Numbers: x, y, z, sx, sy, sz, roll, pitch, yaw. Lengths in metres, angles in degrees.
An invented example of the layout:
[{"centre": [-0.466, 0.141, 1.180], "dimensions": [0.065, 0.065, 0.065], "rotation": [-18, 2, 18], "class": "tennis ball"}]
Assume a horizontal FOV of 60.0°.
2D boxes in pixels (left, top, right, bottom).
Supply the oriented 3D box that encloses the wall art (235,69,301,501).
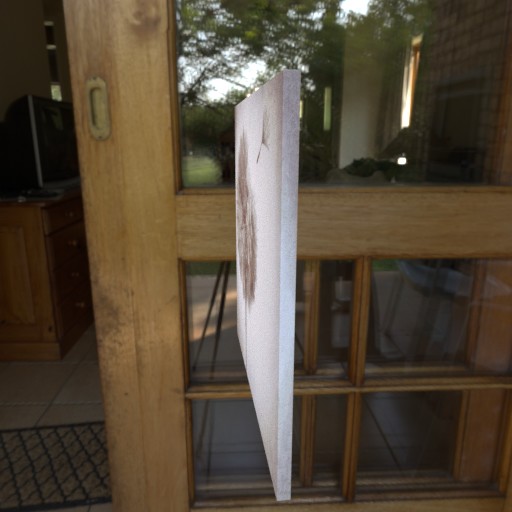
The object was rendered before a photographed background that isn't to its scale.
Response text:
[{"centre": [0.000, 0.000, 1.110], "dimensions": [0.027, 0.762, 0.762], "rotation": [-2, 15, -8], "class": "wall art"}]
